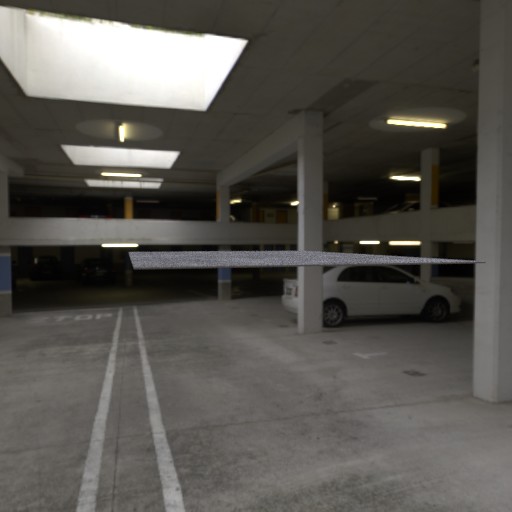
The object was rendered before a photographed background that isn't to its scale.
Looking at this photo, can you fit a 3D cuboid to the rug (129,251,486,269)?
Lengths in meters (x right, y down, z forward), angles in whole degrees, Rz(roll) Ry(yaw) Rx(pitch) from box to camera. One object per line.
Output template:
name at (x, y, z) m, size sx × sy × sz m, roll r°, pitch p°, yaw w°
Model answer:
rug at (0.000, 0.000, 2.928) m, size 1.600 × 0.008 × 2.235 m, roll -1°, pitch 2°, yaw -16°
